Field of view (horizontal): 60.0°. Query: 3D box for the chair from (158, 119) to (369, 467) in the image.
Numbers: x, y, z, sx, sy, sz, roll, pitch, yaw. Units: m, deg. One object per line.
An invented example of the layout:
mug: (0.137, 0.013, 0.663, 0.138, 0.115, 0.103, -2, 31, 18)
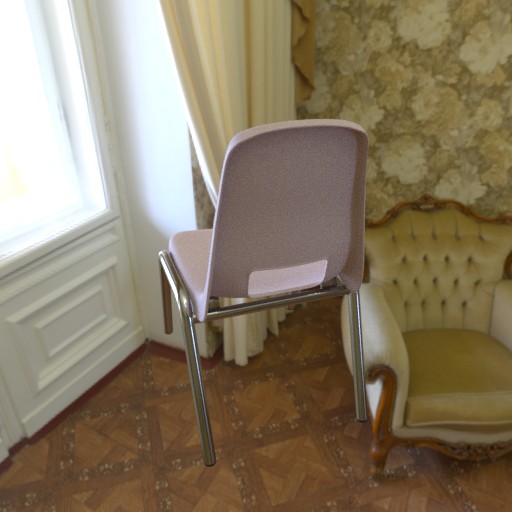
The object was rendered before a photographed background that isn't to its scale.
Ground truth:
chair: (0.000, 0.000, 0.864, 0.354, 0.586, 0.423, -9, 29, -16)
